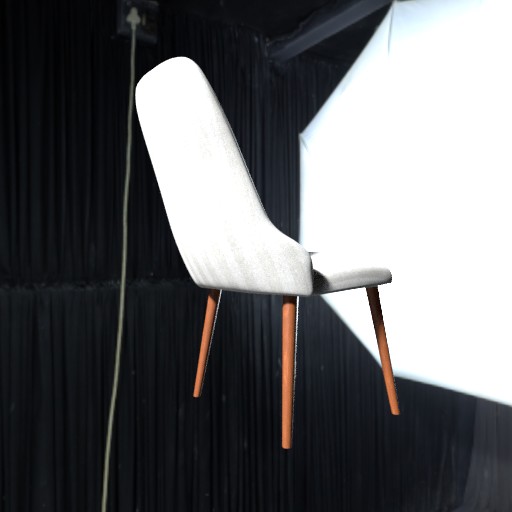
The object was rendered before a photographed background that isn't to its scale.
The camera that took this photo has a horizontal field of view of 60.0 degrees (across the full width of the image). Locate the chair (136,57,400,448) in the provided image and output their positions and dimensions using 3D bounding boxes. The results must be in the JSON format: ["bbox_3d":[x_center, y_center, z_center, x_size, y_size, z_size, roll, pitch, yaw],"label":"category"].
[{"bbox_3d":[0.000,0.000,1.303,0.684,0.917,0.526,0,0,-34],"label":"chair"}]
